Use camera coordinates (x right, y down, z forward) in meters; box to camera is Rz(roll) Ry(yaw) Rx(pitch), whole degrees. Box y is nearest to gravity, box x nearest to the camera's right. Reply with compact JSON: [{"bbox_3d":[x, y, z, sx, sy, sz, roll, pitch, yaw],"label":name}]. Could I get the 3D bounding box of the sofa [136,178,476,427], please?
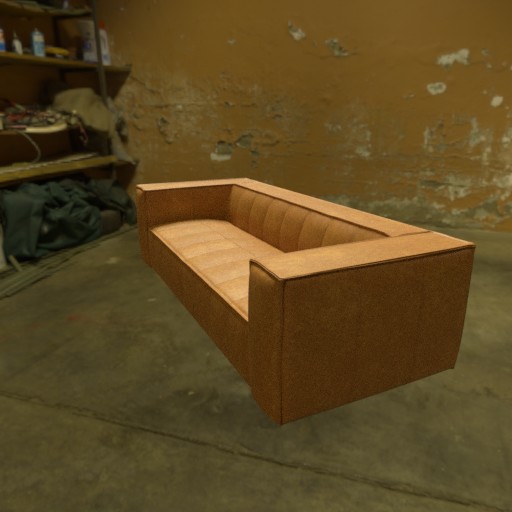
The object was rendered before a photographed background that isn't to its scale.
[{"bbox_3d":[0.000,0.000,2.998,1.102,0.701,2.581,-8,19,-25],"label":"sofa"}]
